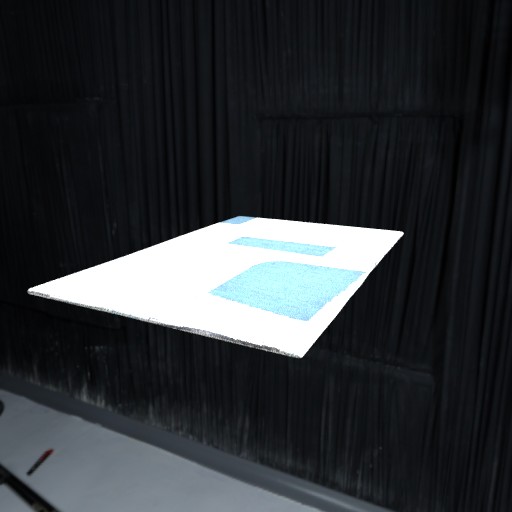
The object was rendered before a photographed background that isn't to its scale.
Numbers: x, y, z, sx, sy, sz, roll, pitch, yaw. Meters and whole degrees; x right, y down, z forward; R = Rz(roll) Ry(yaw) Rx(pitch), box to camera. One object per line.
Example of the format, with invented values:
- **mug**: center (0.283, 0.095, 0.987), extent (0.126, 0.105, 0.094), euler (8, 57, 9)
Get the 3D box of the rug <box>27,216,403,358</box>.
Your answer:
- **rug**: center (0.000, 0.000, 2.390), extent (1.238, 0.020, 1.847), euler (8, 18, 26)
